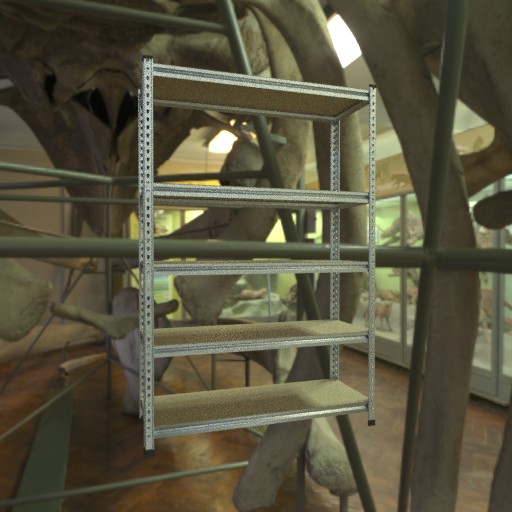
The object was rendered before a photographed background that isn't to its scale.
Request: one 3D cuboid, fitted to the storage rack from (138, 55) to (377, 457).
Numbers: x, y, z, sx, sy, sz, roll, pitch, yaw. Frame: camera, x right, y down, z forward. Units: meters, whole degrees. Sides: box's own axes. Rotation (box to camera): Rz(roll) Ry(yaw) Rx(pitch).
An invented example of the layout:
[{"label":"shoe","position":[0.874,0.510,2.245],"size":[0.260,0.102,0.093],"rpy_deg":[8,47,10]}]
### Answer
[{"label":"storage rack","position":[0.000,0.000,2.414],"size":[1.219,1.829,0.457],"rpy_deg":[0,1,-18]}]
